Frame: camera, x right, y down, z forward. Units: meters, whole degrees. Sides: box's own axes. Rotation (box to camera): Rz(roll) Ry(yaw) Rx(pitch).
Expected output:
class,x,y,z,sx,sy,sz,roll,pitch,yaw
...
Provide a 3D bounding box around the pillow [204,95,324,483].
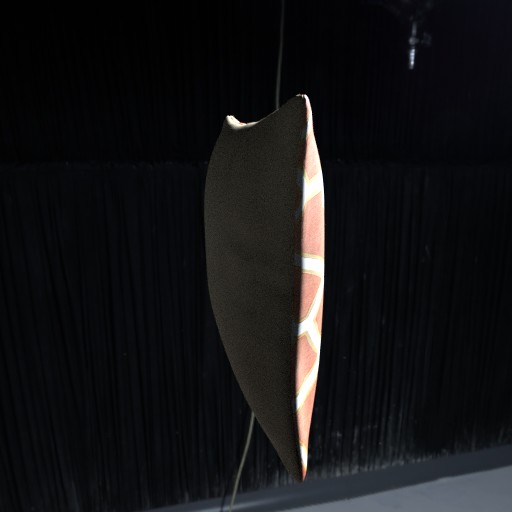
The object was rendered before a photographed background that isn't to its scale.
class,x,y,z,sx,sy,sz,roll,pitch,yaw
pillow,0.000,0.000,0.803,0.166,0.508,0.552,-3,15,-11
